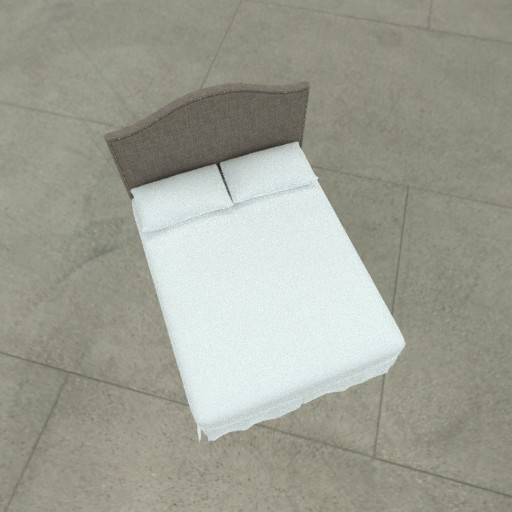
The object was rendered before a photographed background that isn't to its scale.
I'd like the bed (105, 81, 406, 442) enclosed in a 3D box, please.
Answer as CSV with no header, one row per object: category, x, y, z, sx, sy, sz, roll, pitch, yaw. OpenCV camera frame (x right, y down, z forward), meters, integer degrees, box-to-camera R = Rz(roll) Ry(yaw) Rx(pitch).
bed,0.000,0.000,3.426,1.713,1.518,2.153,-18,63,-10
